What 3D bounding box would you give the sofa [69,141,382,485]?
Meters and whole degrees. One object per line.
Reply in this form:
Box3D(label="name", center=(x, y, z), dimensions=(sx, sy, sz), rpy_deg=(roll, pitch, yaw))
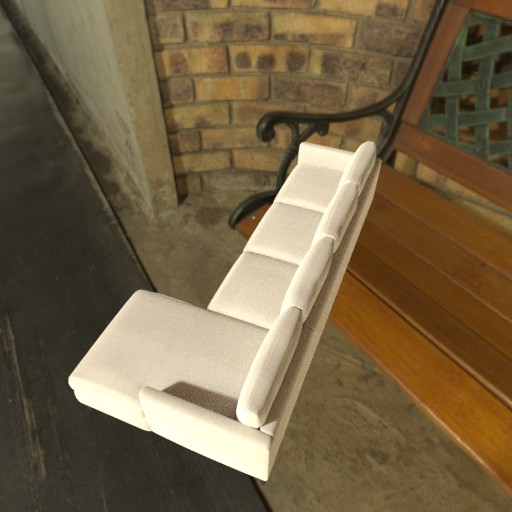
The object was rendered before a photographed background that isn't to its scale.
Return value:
Box3D(label="sofa", center=(0.000, 0.000, 2.921), dimensions=(1.126, 0.677, 2.445), rpy_deg=(17, 48, 16))
